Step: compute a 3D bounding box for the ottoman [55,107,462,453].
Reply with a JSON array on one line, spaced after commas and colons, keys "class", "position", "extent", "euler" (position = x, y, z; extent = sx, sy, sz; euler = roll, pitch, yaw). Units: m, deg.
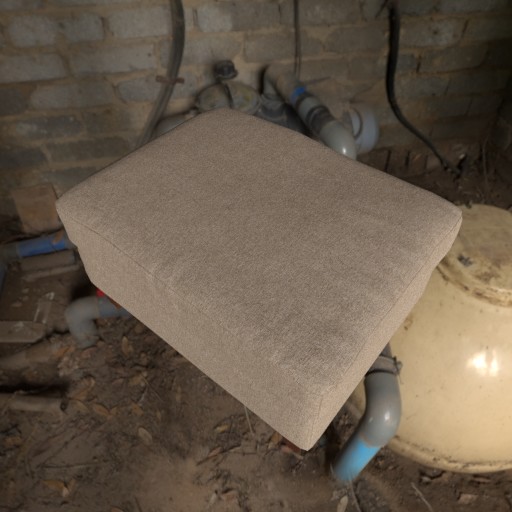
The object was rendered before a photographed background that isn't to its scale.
[{"class": "ottoman", "position": [0.000, 0.000, 1.311], "extent": [0.889, 0.511, 0.692], "euler": [31, 54, 26]}]
